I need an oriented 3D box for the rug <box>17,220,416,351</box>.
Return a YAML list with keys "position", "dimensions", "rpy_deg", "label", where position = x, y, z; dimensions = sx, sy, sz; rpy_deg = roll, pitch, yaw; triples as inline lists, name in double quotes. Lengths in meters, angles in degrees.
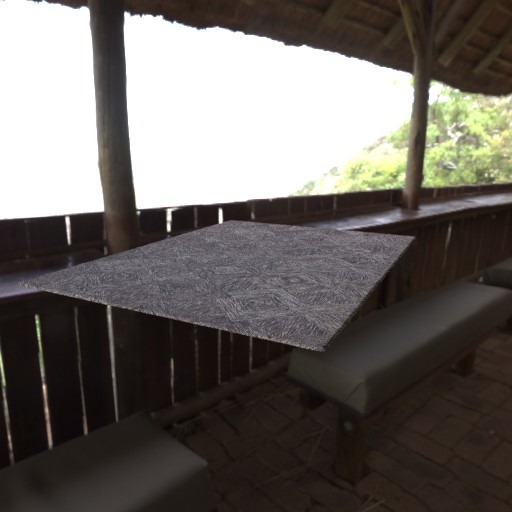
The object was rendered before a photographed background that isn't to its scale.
- position: [0.000, 0.000, 4.190]
  dimensions: [2.448, 0.017, 3.204]
  rpy_deg: [7, 16, 26]
  label: "rug"
